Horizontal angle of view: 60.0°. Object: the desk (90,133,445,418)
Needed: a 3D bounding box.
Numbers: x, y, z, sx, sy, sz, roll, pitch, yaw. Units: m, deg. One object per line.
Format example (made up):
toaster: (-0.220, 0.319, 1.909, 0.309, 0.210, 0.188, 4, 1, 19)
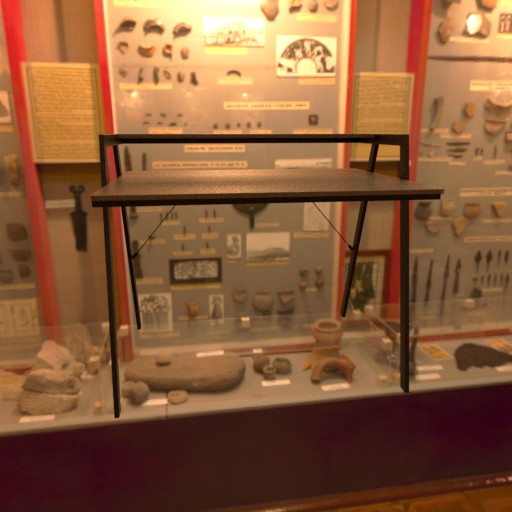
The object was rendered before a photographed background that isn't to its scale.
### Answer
desk: (0.000, 0.000, 1.883, 1.143, 0.998, 0.936, -2, 16, -8)
